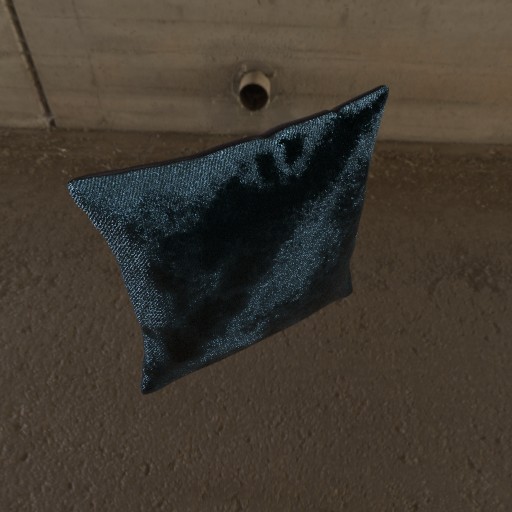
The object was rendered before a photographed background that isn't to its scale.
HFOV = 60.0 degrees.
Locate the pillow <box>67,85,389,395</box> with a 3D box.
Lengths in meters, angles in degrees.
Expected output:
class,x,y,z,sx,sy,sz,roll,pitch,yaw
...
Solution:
class,x,y,z,sx,sy,sz,roll,pitch,yaw
pillow,0.000,0.000,0.659,0.436,0.430,0.138,-22,49,-20
